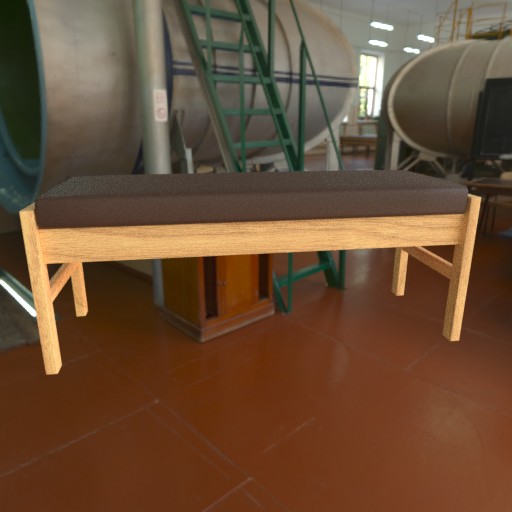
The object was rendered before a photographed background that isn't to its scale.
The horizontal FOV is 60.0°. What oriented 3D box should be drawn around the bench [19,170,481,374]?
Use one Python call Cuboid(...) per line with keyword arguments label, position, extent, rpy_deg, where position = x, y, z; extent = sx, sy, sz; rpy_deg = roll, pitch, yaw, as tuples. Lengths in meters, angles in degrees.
Cuboid(label="bench", position=(0.000, 0.000, 1.390), extent=(1.200, 0.480, 0.405), rpy_deg=(-3, 18, -9))
